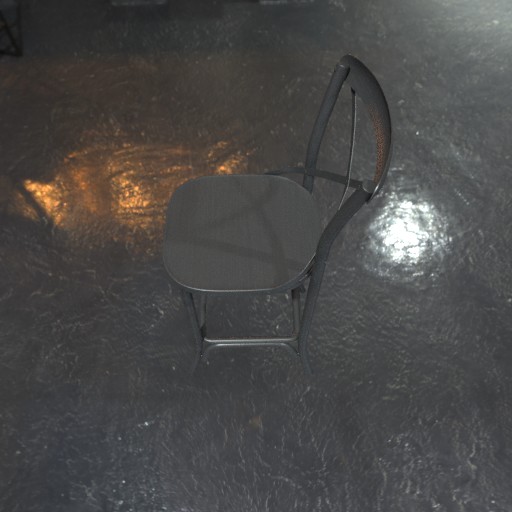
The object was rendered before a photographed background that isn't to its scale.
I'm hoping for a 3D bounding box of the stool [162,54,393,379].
[{"bbox_3d":[0.000,0.000,1.436,0.584,1.168,0.457,-1,57,-1],"label":"stool"}]
